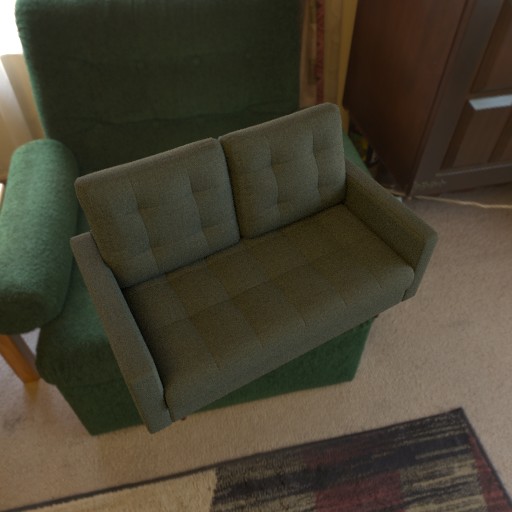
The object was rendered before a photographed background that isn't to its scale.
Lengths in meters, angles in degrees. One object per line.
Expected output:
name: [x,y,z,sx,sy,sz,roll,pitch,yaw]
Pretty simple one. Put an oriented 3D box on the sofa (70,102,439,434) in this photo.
sofa: [0.000,0.000,1.981,1.407,0.907,0.842,-23,51,-20]
